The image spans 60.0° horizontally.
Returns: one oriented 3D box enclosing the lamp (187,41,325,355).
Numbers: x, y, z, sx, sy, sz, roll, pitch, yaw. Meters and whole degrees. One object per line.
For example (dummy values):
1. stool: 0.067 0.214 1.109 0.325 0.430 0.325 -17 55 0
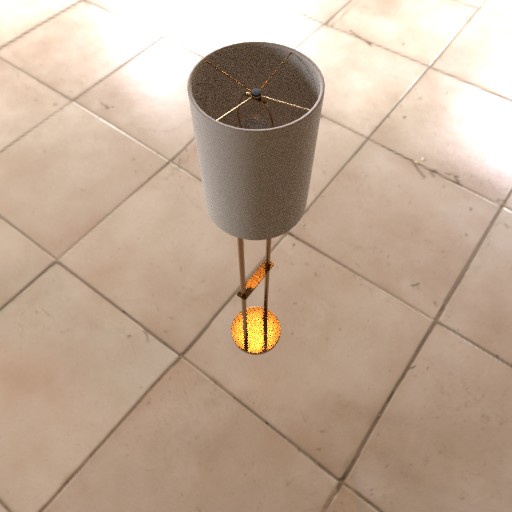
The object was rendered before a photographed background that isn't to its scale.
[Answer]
1. lamp: 0.000 0.000 1.628 0.305 1.500 0.306 32 64 18
